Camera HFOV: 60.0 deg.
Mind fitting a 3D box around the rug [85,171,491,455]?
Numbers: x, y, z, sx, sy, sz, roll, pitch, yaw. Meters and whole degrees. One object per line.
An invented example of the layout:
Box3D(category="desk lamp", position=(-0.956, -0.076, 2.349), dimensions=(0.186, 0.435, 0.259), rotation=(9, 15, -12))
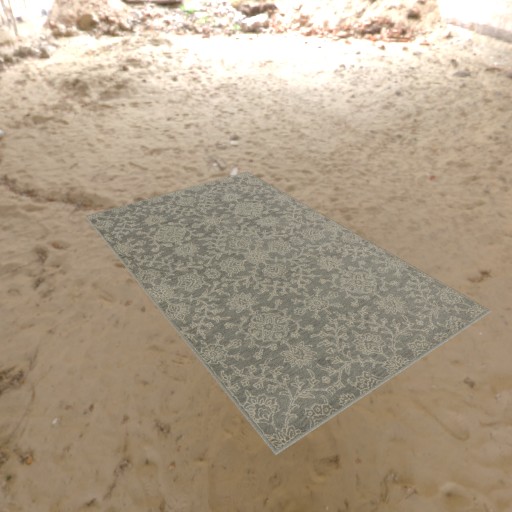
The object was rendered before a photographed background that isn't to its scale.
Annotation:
Box3D(category="rug", position=(0.000, 0.000, 2.949), dimensions=(1.515, 0.010, 2.430), rotation=(-21, 39, -29))
